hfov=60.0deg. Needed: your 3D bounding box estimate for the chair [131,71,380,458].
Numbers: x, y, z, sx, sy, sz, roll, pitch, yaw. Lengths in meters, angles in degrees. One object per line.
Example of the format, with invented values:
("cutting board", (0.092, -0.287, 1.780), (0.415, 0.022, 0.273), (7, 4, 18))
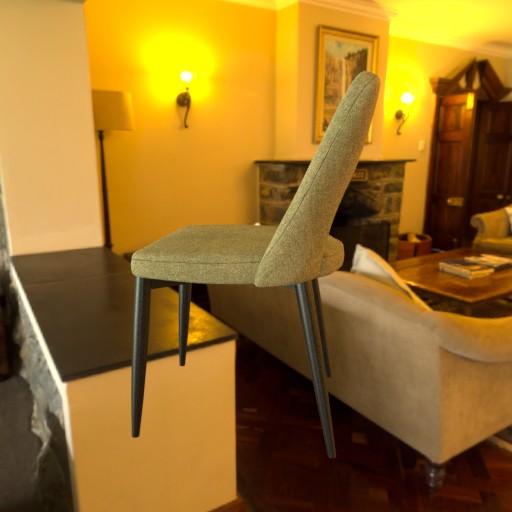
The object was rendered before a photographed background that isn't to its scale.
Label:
("chair", (0.000, 0.000, 1.246), (0.612, 0.931, 0.470), (2, 13, 8))
